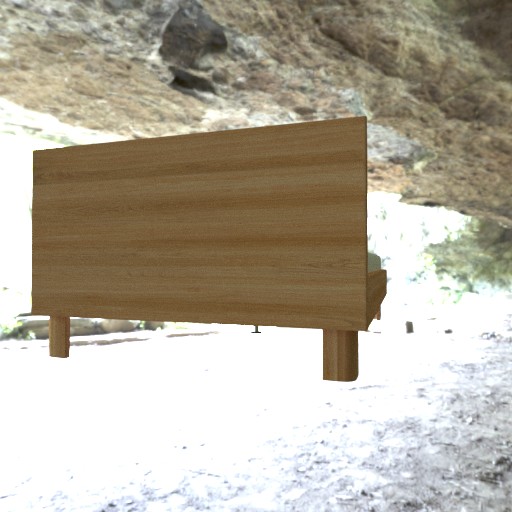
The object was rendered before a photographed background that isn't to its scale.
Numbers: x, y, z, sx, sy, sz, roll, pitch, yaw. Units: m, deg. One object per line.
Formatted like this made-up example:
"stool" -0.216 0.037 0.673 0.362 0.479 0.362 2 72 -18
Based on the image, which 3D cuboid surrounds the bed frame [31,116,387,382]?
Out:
"bed frame" 0.000 0.000 2.707 1.472 0.940 1.992 0 -1 18
